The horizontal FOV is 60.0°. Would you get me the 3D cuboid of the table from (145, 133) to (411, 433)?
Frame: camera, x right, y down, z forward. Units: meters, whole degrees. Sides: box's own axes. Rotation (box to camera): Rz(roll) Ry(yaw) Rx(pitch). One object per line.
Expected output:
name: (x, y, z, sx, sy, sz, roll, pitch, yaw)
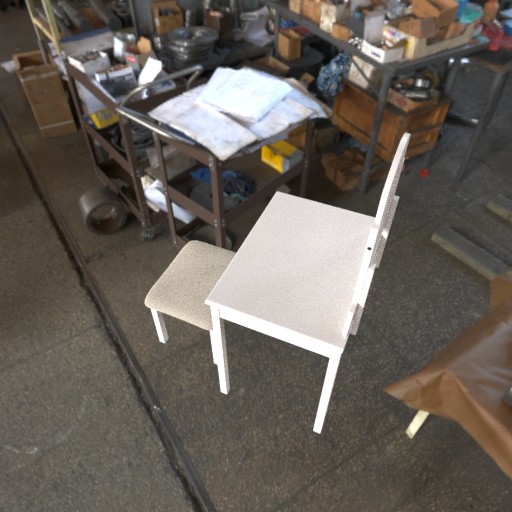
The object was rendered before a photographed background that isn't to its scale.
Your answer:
table: (0.000, 0.000, 2.329, 1.211, 1.631, 0.876, 18, 49, 16)
